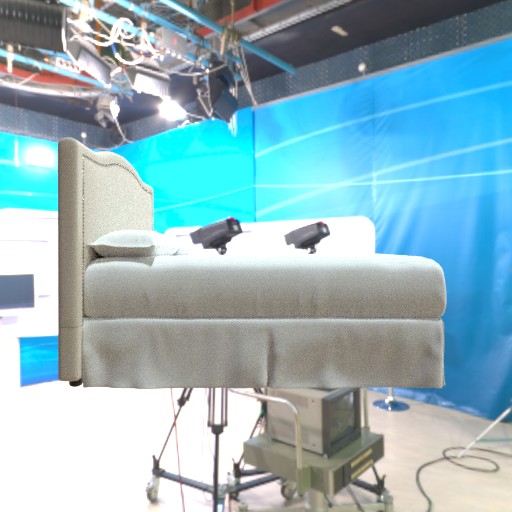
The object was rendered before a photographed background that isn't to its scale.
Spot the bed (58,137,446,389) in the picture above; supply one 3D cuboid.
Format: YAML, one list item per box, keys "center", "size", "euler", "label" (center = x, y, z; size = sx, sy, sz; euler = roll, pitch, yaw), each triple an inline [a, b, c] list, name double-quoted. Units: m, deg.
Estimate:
- center: [0.000, 0.000, 3.237]
  size: [2.143, 1.460, 1.753]
  euler: [0, 0, 0]
  label: "bed"
